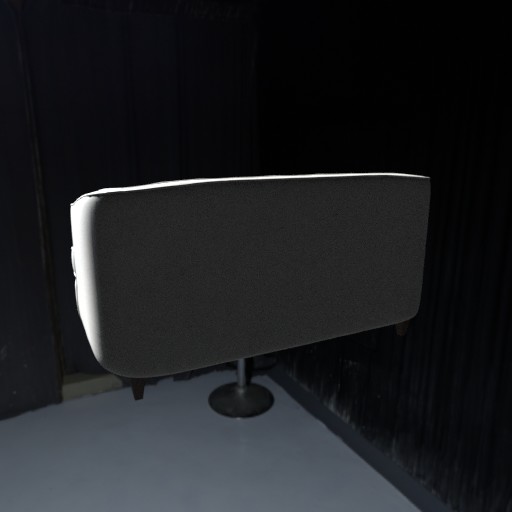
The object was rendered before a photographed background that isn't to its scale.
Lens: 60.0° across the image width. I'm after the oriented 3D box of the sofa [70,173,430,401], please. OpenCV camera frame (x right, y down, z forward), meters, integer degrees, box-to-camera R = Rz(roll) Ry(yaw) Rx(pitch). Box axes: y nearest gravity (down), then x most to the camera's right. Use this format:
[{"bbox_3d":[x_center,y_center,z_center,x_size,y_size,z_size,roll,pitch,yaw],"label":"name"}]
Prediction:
[{"bbox_3d":[0.000,0.000,2.309,1.731,0.878,0.940,-7,16,-25],"label":"sofa"}]
